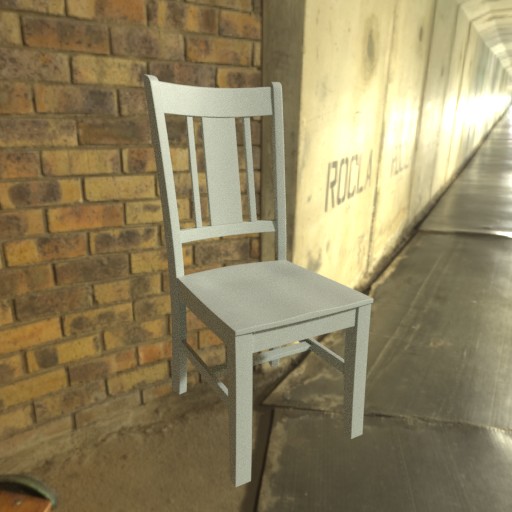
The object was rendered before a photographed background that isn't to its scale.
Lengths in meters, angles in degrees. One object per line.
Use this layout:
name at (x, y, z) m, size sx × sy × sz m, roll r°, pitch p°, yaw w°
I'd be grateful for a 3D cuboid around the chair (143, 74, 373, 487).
chair at (0.000, 0.000, 1.277) m, size 0.450 × 0.998 × 0.555 m, roll -9°, pitch 18°, yaw -28°
